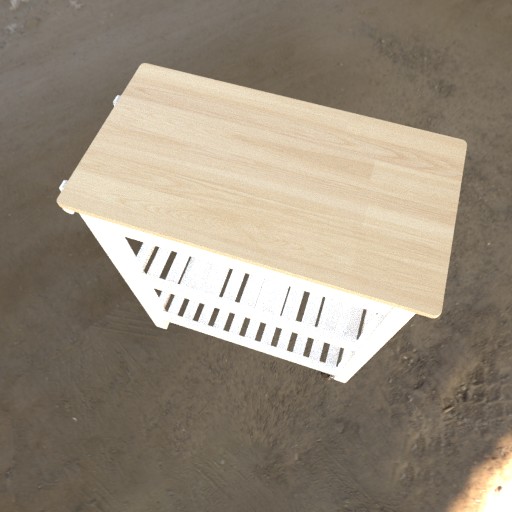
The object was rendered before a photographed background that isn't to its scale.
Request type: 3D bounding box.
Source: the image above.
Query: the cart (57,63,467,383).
[{"bbox_3d":[0.000,0.000,1.425,0.899,0.927,0.457,16,65,8],"label":"cart"}]
